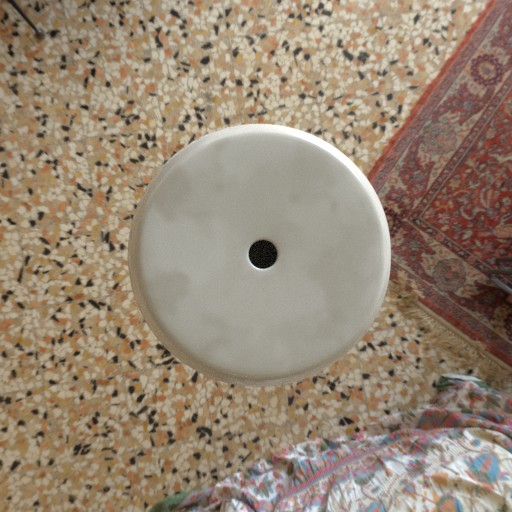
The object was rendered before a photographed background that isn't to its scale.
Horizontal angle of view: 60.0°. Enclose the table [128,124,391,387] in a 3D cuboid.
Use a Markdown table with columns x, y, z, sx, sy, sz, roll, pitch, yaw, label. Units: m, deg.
| x | y | z | sx | sy | sz | roll | pitch | yaw | label |
| --- | --- | --- | --- | --- | --- | --- | --- | --- | --- |
| 0.000 | 0.000 | 0.602 | 0.309 | 0.397 | 0.309 | 0 | 90 | -2 | table |
